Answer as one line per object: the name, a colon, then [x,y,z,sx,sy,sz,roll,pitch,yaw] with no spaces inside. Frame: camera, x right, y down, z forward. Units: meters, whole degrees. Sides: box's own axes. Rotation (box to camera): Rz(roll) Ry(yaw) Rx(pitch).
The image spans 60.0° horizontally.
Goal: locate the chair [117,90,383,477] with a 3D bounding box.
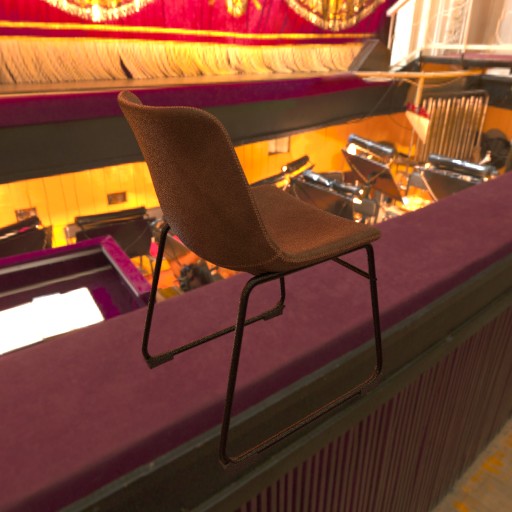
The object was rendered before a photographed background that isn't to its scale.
chair: [0.000,0.000,1.102,0.551,0.780,0.460,-18,32,-31]
